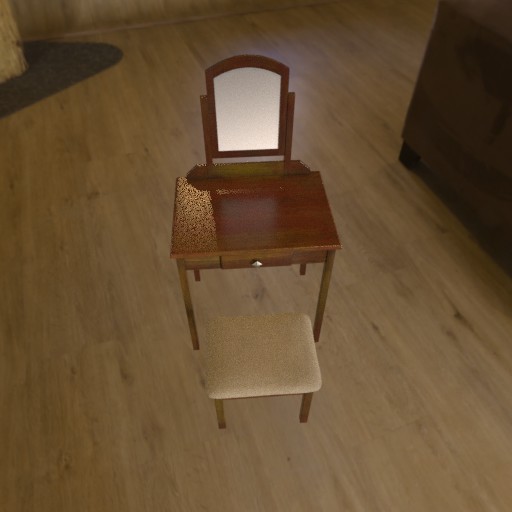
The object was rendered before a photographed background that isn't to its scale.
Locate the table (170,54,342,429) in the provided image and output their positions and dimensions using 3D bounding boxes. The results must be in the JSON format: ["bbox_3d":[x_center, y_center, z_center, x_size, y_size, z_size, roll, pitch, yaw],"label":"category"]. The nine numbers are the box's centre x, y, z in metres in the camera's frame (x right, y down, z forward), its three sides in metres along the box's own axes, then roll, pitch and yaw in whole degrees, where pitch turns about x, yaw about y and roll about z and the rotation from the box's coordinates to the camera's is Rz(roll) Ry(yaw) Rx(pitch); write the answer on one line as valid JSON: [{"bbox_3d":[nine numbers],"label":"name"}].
[{"bbox_3d":[0.000,0.000,2.352,0.876,1.631,1.211,-3,47,-3],"label":"table"}]
